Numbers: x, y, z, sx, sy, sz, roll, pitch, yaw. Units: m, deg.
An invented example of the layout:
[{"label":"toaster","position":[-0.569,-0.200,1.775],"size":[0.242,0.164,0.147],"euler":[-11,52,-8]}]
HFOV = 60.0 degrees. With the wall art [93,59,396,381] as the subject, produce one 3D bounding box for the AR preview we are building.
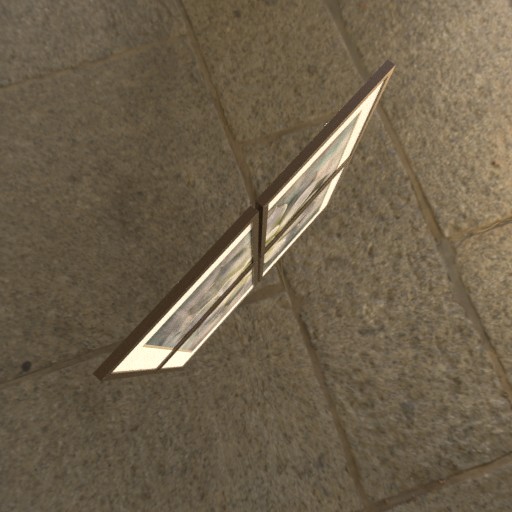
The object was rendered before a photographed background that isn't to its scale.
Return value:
[{"label":"wall art","position":[0.000,0.000,1.536],"size":[0.030,1.032,1.032],"euler":[41,80,9]}]
